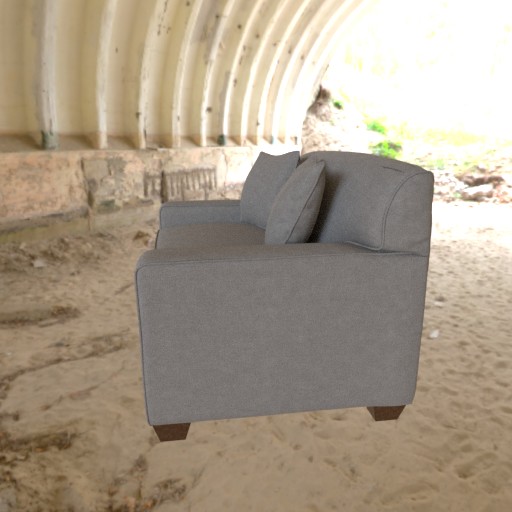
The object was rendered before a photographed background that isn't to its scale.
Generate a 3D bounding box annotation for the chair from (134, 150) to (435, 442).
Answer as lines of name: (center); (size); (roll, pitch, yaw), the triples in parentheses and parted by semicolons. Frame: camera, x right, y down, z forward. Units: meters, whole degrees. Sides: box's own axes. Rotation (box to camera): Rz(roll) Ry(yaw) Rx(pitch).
chair: (0.000, 0.000, 2.068); (0.992, 0.953, 1.395); (-2, 15, -8)
